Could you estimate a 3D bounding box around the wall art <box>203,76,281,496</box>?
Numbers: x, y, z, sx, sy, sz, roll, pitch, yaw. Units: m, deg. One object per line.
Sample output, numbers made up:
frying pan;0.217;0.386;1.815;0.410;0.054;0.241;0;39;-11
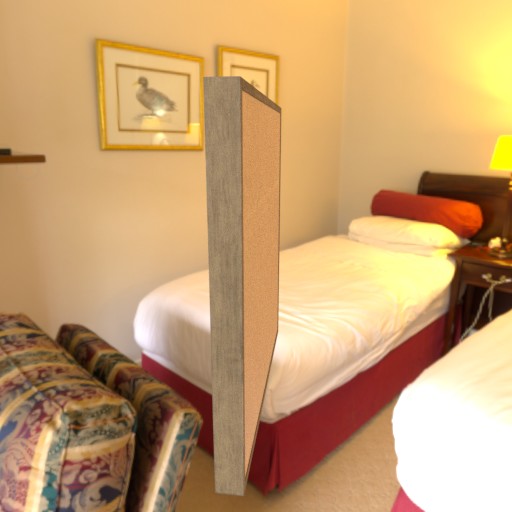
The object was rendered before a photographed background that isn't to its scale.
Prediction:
wall art;0.000;0.000;0.754;0.038;0.508;0.508;2;15;8
